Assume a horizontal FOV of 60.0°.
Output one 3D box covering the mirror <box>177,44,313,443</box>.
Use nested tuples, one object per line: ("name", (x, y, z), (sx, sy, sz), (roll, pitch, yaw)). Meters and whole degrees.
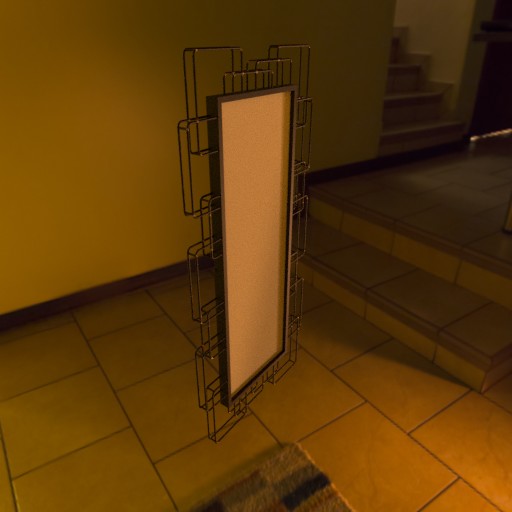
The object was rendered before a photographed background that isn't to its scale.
("mirror", (0.000, 0.000, 1.391), (0.037, 1.192, 0.565), (18, 32, 32))
